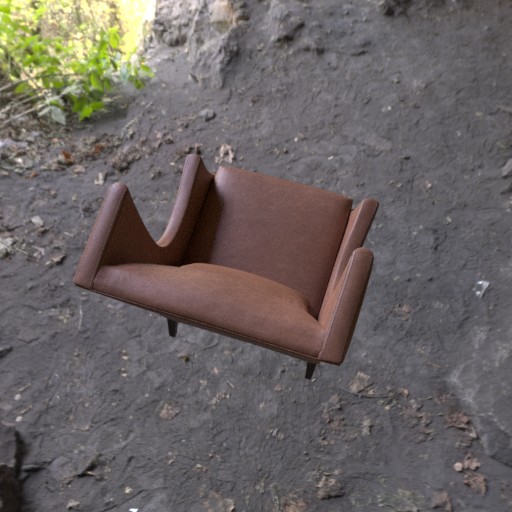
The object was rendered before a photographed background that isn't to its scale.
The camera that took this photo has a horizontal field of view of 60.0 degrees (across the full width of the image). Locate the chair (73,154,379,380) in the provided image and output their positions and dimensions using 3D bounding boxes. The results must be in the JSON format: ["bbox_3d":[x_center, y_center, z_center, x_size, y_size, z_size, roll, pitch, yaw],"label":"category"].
[{"bbox_3d":[0.000,0.000,1.722,0.815,1.088,0.913,16,64,8],"label":"chair"}]
